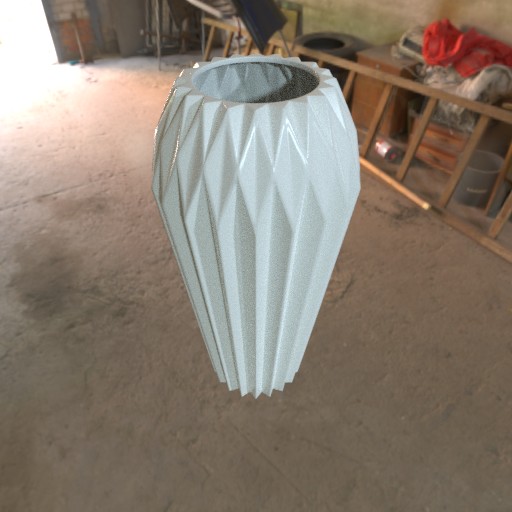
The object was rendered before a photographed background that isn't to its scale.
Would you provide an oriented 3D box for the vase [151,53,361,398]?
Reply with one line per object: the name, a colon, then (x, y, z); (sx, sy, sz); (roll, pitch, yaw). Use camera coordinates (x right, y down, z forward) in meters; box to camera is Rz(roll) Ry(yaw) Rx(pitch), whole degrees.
vase: (0.000, 0.000, 0.332); (0.133, 0.263, 0.133); (0, 41, 0)
